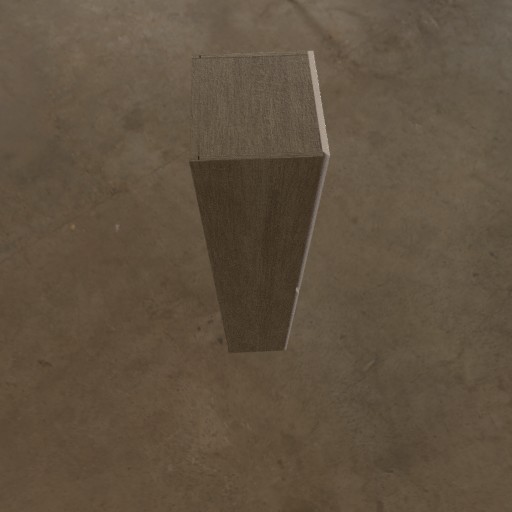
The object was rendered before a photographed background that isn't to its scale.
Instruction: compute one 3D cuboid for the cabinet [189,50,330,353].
[{"bbox_3d":[0.000,0.000,1.540,0.270,1.400,0.300,-2,63,-1],"label":"cabinet"}]
